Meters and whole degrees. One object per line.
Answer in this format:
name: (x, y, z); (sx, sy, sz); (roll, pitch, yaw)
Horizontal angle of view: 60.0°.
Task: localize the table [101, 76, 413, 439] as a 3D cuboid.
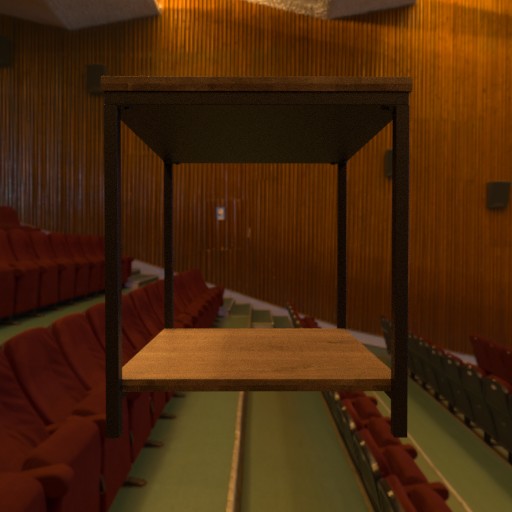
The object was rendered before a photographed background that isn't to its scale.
table: (0.000, 0.000, 0.974); (0.503, 0.589, 0.507); (0, 1, 0)
